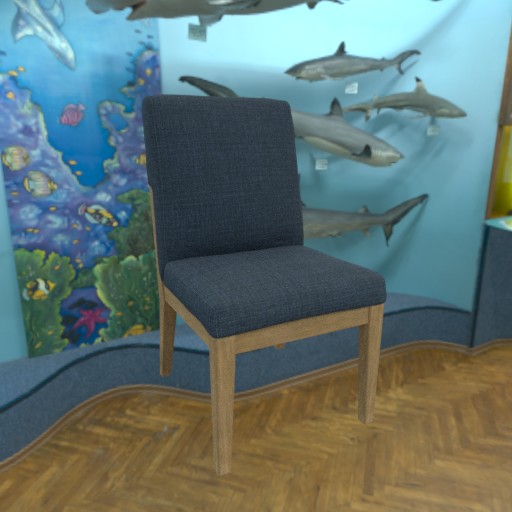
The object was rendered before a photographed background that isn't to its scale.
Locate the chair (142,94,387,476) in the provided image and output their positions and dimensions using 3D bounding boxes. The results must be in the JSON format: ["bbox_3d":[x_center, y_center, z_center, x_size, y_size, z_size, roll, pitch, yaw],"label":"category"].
[{"bbox_3d":[0.000,0.000,1.286,0.507,0.911,0.586,-8,17,-26],"label":"chair"}]
